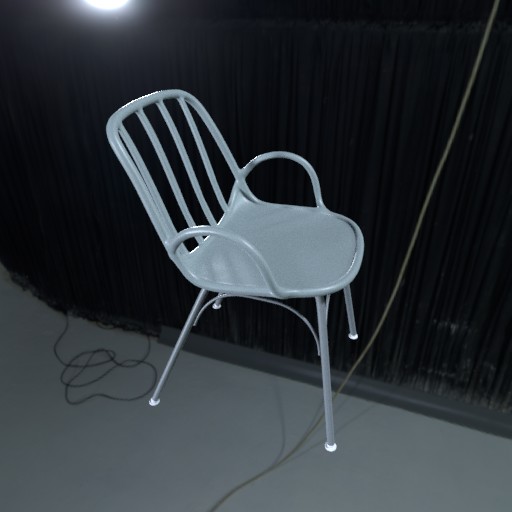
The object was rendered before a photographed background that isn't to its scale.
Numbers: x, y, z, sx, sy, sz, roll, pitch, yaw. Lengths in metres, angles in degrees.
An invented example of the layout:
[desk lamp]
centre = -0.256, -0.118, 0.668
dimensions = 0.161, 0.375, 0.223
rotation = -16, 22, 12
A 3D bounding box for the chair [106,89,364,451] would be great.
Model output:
[chair]
centre = 0.000, 0.000, 1.231
dimensions = 0.597, 0.816, 0.549
rotation = 10, 32, 15
